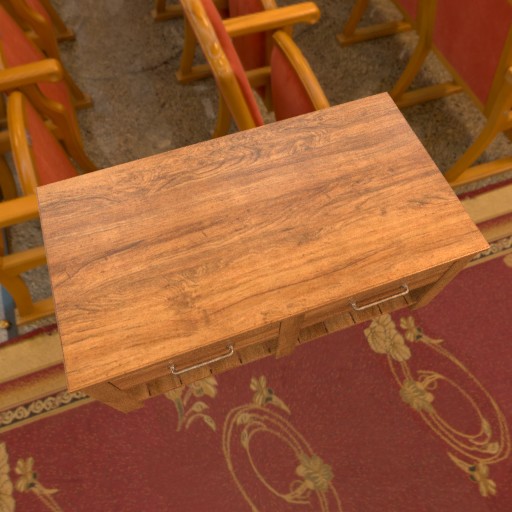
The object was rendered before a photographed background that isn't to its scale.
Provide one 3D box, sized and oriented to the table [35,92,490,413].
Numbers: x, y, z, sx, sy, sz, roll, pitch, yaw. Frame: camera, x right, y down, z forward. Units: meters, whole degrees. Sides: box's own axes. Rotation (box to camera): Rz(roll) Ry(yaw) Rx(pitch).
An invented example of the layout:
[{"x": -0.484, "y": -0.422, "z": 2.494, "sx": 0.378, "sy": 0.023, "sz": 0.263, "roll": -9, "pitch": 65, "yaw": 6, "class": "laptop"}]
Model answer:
[{"x": 0.000, "y": 0.000, "z": 1.465, "sx": 1.150, "sy": 0.480, "sz": 0.635, "roll": -18, "pitch": 65, "yaw": -9, "class": "table"}]
